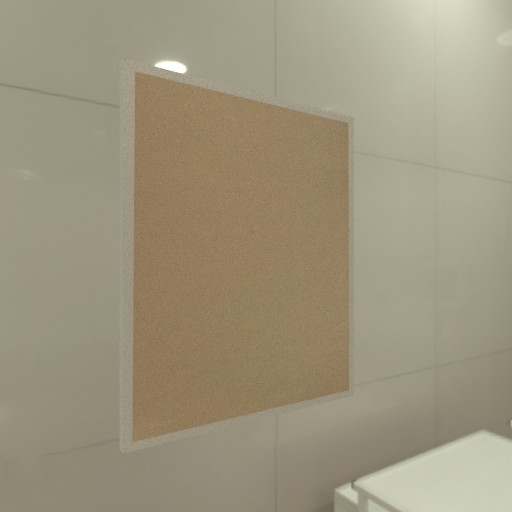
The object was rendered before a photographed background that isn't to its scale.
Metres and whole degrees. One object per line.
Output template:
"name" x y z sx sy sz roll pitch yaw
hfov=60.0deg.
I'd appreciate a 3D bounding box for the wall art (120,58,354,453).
"wall art" 0.000 0.000 0.625 0.382 0.456 0.013 0 0 -34
